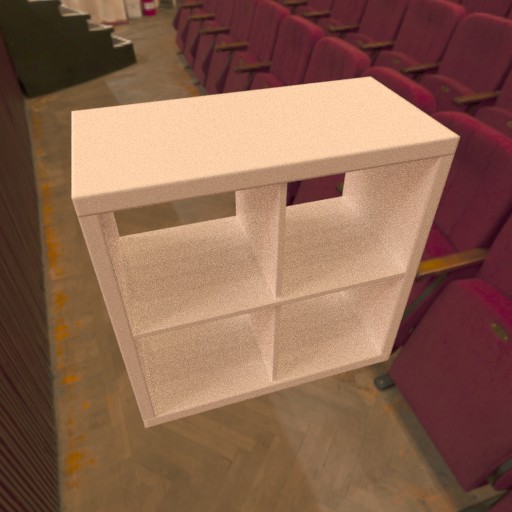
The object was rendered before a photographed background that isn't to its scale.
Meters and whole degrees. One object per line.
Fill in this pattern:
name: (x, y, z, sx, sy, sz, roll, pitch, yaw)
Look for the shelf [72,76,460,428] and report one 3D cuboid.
shelf: (0.000, 0.000, 1.252, 0.790, 0.786, 0.390, -12, 42, -13)
